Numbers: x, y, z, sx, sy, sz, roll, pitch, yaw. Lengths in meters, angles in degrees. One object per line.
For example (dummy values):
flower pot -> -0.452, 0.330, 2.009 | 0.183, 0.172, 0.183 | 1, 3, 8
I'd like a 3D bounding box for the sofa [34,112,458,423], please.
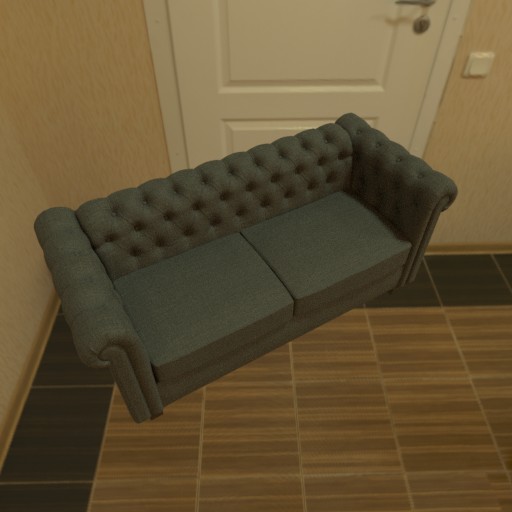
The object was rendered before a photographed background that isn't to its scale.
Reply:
sofa -> 0.000, 0.000, 2.235 | 1.798, 0.797, 0.783 | -23, 50, -20
